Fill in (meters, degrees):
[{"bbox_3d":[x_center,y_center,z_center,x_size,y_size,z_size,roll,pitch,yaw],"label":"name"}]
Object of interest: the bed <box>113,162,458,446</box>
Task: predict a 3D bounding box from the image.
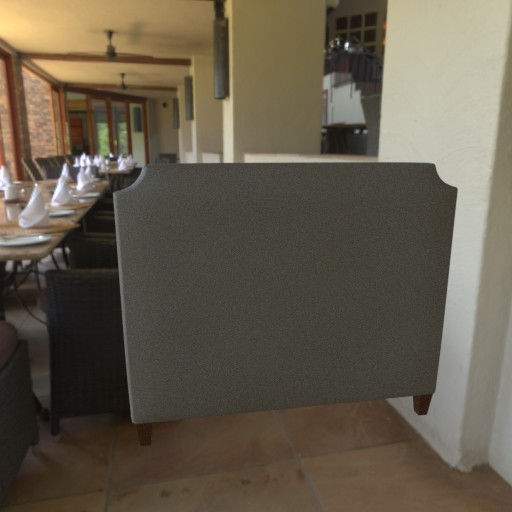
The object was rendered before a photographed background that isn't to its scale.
[{"bbox_3d":[0.000,0.000,3.362,1.712,1.443,2.372,-2,14,-10],"label":"bed"}]
